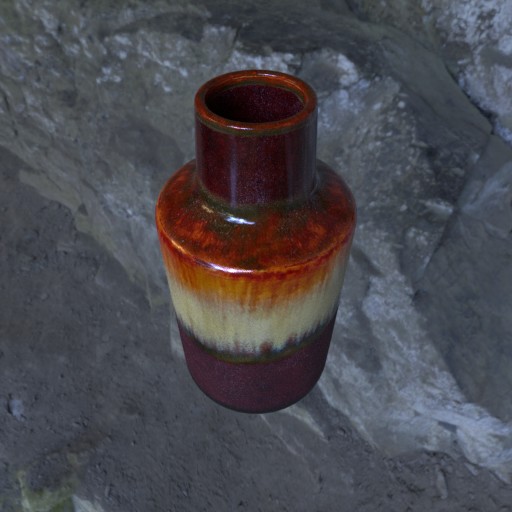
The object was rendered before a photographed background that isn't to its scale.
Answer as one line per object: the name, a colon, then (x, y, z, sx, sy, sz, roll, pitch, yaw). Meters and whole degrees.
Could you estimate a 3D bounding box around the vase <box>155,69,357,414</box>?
vase: (0.000, 0.000, 0.266, 0.108, 0.204, 0.108, 0, 47, 0)
